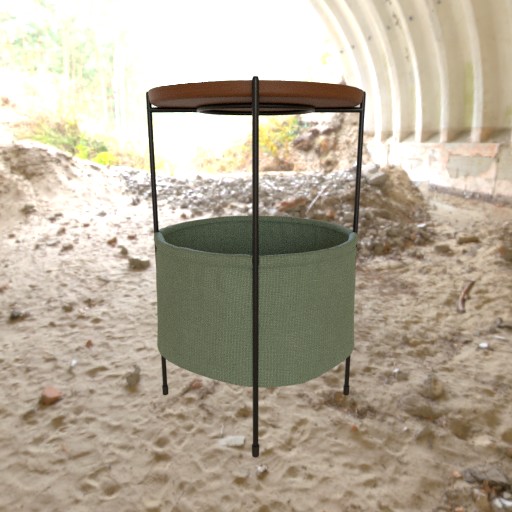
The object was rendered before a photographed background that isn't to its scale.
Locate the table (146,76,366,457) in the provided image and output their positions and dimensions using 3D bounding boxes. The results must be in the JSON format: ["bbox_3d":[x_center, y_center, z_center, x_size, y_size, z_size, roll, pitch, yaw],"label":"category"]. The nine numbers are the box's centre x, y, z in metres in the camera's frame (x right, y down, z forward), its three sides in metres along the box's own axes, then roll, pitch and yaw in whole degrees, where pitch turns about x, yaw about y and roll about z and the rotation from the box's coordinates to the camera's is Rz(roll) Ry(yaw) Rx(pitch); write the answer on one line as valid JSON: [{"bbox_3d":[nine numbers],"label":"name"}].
[{"bbox_3d":[0.000,0.000,0.891,0.400,0.623,0.400,-14,20,-43],"label":"table"}]
